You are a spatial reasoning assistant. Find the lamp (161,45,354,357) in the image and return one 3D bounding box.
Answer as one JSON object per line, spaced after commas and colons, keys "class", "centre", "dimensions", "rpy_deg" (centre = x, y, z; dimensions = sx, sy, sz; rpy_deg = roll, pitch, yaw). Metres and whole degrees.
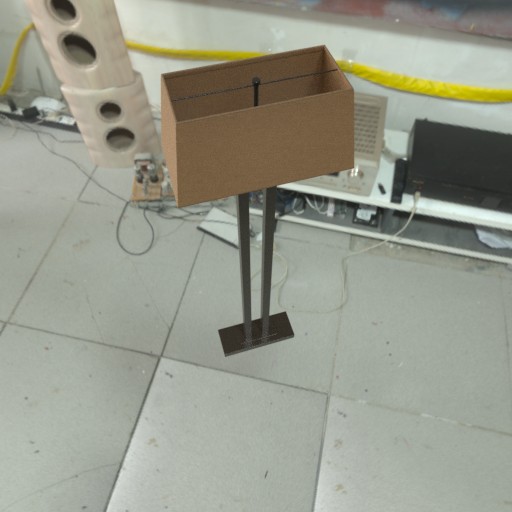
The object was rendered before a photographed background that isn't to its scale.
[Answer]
{"class": "lamp", "centre": [0.000, 0.000, 1.616], "dimensions": [0.475, 1.469, 0.233], "rpy_deg": [-14, 58, -9]}
